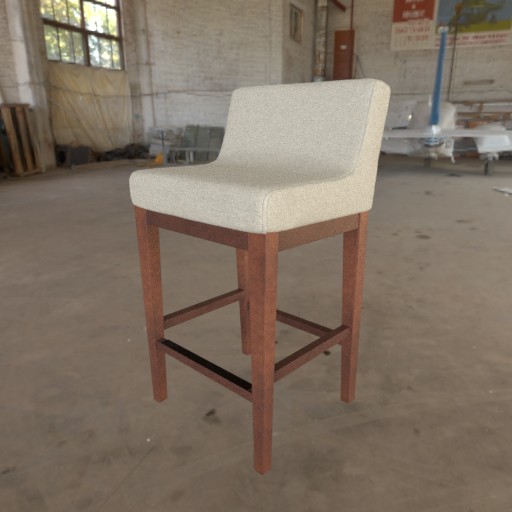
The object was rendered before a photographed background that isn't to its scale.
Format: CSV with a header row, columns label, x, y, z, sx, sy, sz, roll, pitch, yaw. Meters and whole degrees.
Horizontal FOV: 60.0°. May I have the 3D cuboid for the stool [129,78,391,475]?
label,x,y,z,sx,sy,sz,roll,pitch,yaw
stool,0.000,0.000,1.256,0.511,0.937,0.500,15,23,41
